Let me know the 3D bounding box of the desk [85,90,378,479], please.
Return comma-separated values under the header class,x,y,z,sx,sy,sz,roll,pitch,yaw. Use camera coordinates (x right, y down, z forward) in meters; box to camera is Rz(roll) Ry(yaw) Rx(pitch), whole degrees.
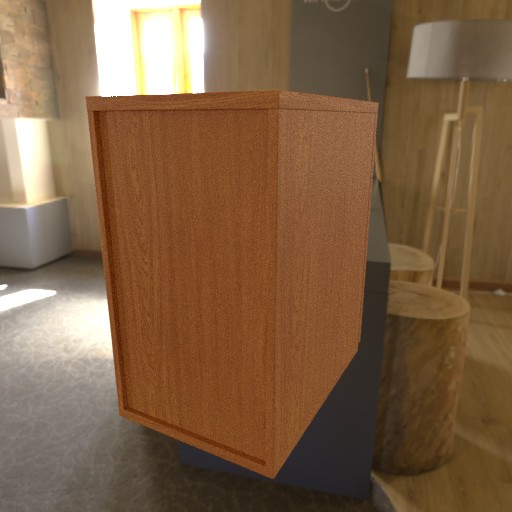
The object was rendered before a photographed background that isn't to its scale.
class,x,y,z,sx,sy,sz,roll,pitch,yaw
desk,0.000,0.000,1.099,0.404,0.730,0.600,9,19,27
